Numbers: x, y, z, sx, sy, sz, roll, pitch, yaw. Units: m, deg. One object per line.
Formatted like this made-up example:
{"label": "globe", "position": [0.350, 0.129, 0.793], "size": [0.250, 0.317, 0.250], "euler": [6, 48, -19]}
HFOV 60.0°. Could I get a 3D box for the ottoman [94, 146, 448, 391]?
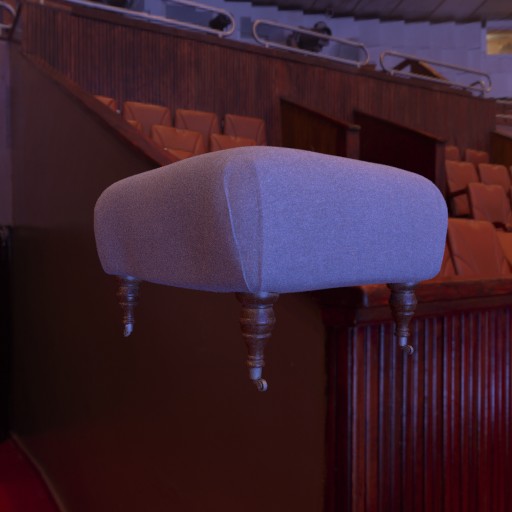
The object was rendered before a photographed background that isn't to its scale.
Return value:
{"label": "ottoman", "position": [0.000, 0.000, 1.133], "size": [0.622, 0.450, 0.747], "euler": [-1, 1, -38]}
